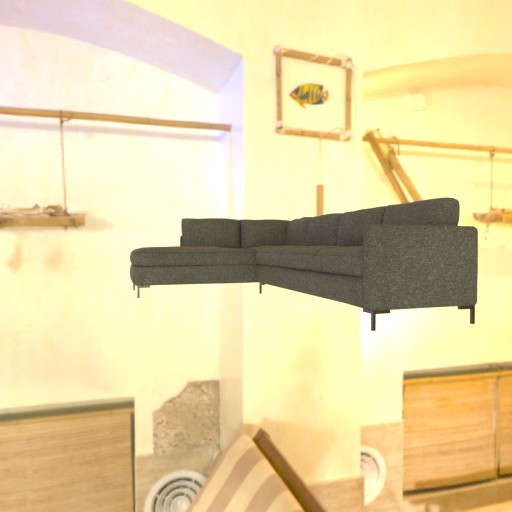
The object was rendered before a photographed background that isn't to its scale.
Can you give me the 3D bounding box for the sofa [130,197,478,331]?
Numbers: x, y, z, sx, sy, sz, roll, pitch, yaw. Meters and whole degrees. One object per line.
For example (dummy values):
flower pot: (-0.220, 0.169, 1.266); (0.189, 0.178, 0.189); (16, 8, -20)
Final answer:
sofa: (0.000, 0.000, 3.848); (2.007, 0.815, 2.949); (0, 1, -18)
